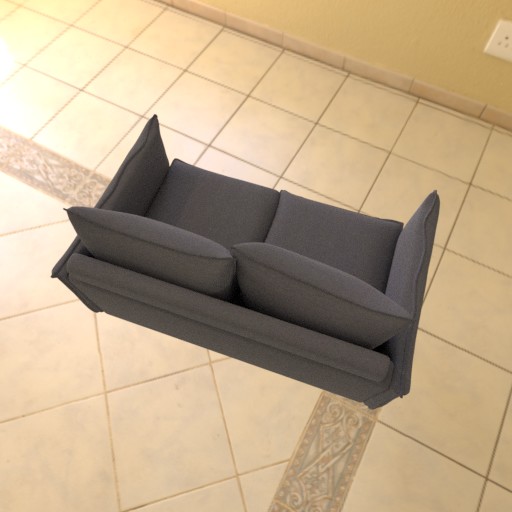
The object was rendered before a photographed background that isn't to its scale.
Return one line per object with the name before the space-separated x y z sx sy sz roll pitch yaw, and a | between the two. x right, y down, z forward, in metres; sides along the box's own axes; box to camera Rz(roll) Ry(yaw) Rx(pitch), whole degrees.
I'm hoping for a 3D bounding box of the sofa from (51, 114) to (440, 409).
sofa | 0.000 0.000 1.816 1.300 0.840 0.820 17 64 9
